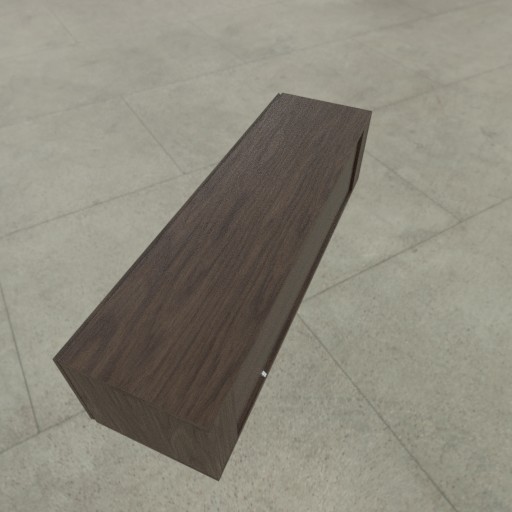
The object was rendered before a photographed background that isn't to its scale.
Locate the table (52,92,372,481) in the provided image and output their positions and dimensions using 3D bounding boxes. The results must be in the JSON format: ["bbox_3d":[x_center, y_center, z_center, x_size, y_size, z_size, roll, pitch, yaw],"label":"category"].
[{"bbox_3d":[0.000,0.000,1.577,0.405,0.508,1.397,18,49,16],"label":"table"}]
